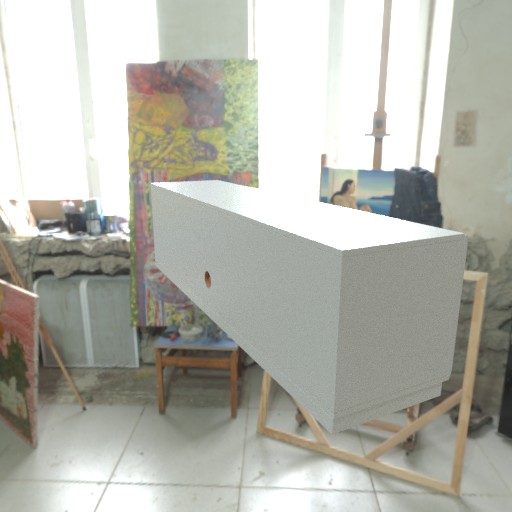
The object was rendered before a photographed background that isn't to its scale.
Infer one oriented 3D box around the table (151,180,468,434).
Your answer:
[{"bbox_3d":[0.000,0.000,1.707,0.400,0.440,1.550,-7,17,-26],"label":"table"}]
